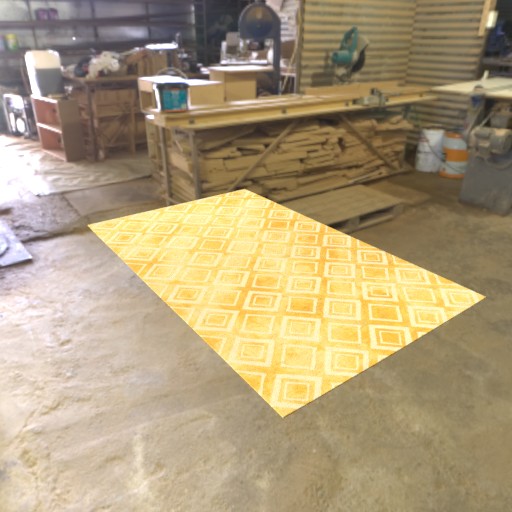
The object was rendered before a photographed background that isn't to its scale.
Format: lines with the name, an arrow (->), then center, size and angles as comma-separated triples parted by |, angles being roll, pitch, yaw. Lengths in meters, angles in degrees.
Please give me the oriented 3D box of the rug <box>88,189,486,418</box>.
rug -> 0.000, 0.000, 3.017 | 1.511, 0.010, 2.424 | -18, 32, -32
